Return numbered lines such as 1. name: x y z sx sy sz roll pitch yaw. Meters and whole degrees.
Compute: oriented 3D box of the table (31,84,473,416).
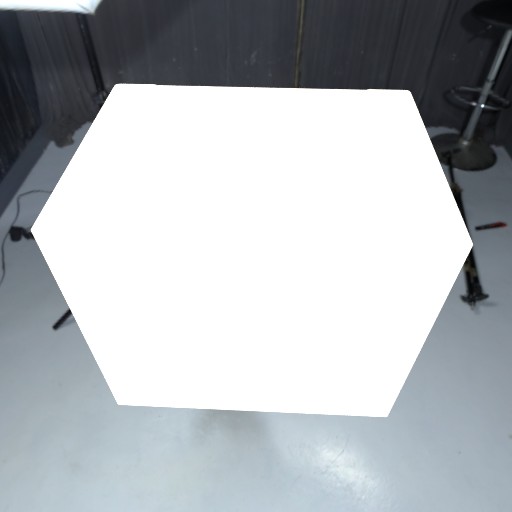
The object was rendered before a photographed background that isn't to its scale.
1. table: 0.000 0.000 0.898 0.570 0.510 0.420 2 46 2
